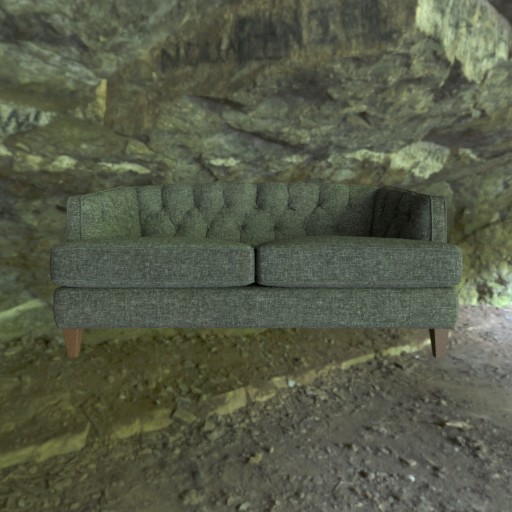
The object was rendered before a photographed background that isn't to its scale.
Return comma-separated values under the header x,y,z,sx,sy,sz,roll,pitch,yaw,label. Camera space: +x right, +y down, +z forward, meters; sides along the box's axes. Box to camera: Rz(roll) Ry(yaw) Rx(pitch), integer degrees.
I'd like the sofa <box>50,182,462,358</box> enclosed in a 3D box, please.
x,y,z,sx,sy,sz,roll,pitch,yaw,label
0.000,0.000,2.261,1.733,0.855,0.941,0,1,0,sofa
